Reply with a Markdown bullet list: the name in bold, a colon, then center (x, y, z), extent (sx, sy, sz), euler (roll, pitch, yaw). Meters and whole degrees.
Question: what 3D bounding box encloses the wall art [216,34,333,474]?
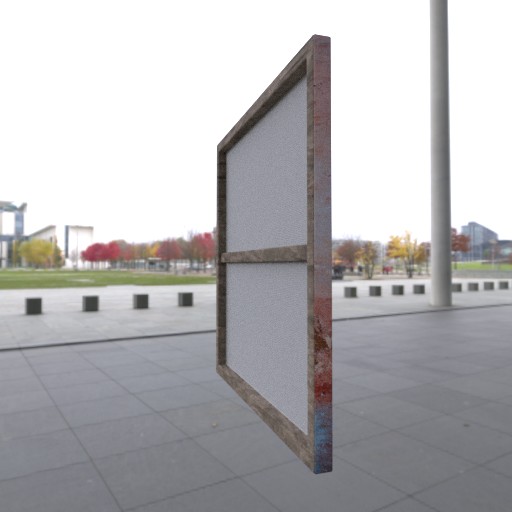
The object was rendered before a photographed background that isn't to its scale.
- **wall art**: center (0.000, 0.000, 1.108), extent (0.035, 0.747, 0.747), euler (0, -1, -18)
